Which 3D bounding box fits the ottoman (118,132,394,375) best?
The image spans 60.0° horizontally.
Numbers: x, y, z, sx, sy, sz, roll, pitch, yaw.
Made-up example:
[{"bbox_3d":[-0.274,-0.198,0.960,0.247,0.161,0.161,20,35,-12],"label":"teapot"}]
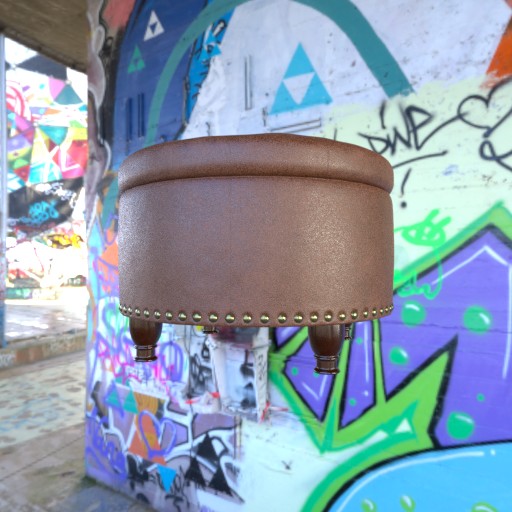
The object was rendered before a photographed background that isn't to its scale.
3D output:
[{"bbox_3d":[0.000,0.000,1.068,0.637,0.442,0.637,0,-1,0],"label":"ottoman"}]
